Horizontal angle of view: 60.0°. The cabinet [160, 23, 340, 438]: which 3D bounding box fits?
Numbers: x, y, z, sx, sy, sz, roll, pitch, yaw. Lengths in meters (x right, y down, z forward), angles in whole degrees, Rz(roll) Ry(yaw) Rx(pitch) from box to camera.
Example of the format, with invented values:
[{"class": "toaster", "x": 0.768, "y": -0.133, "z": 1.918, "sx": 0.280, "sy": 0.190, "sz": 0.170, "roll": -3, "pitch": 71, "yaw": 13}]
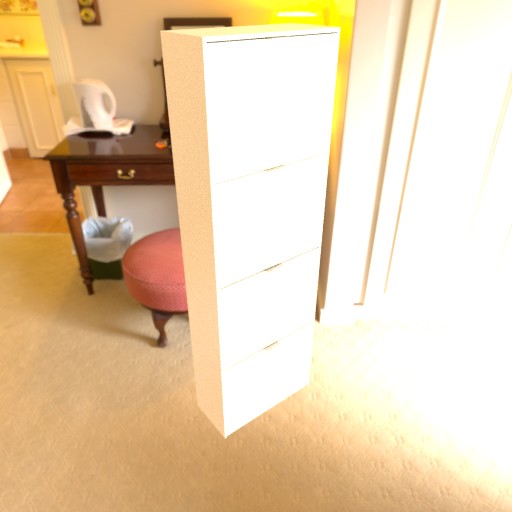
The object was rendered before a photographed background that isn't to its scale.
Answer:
[{"class": "cabinet", "x": 0.000, "y": 0.000, "z": 1.784, "sx": 0.520, "sy": 1.630, "sz": 0.255, "roll": -22, "pitch": 38, "yaw": -32}]
